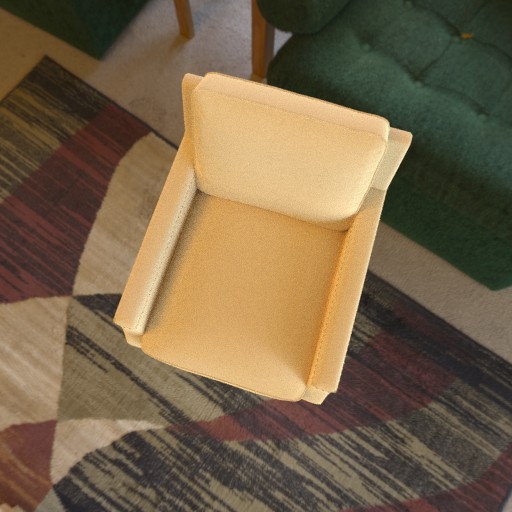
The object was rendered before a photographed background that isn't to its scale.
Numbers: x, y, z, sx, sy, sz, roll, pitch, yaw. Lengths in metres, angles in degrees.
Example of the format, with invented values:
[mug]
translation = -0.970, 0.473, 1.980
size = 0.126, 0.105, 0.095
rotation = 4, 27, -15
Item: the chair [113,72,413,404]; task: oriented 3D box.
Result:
[chair]
translation = 0.000, 0.000, 1.775
size = 0.853, 0.943, 1.014
rotation = 17, 76, 4
